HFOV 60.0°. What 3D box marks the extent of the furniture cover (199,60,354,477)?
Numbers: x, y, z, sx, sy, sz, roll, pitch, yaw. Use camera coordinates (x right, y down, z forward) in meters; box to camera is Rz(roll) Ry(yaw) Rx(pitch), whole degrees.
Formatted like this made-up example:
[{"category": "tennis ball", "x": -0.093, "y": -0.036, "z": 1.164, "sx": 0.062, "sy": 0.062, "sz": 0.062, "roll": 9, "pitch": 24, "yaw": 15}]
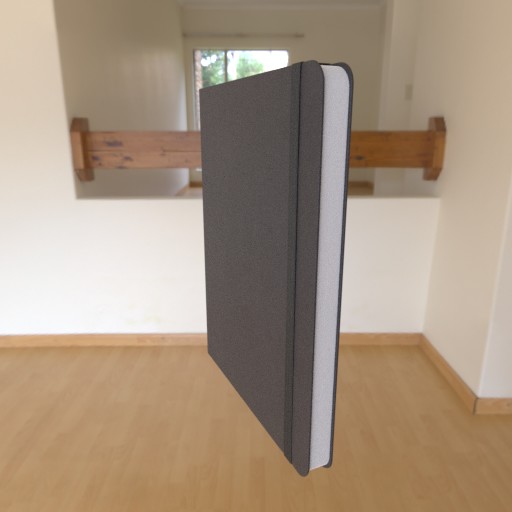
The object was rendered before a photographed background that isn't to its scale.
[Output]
[{"category": "furniture cover", "x": 0.000, "y": 0.000, "z": 0.374, "sx": 0.023, "sy": 0.281, "sz": 0.216, "roll": -7, "pitch": 17, "yaw": -24}]
